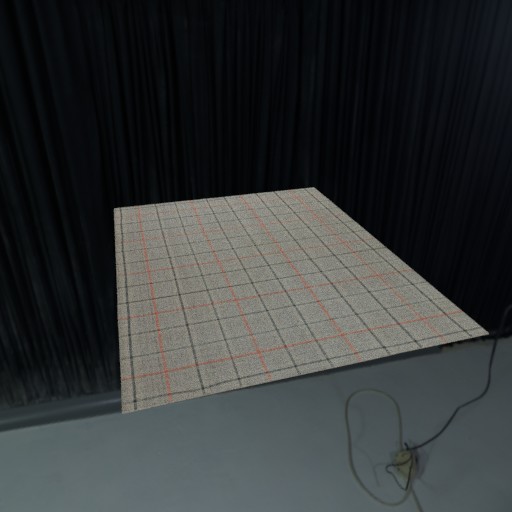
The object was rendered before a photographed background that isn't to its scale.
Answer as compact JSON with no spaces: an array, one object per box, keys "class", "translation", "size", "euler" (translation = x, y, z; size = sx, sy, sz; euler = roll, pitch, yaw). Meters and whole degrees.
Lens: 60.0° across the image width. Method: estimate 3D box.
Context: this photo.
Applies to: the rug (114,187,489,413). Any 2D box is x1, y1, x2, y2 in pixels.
[{"class":"rug","translation":[0.000,0.000,4.024],"size":[2.444,0.012,3.048],"euler":[-8,30,-14]}]
